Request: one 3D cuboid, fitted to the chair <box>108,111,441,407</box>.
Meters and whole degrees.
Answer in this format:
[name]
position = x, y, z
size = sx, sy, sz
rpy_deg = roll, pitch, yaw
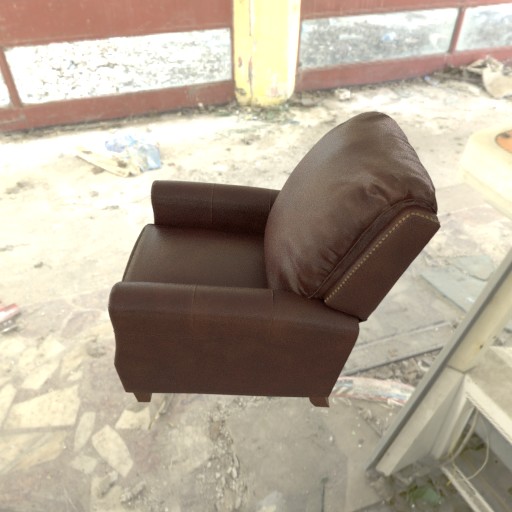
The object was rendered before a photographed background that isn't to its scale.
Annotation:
[chair]
position = 0.000, 0.000, 1.780
size = 1.089, 1.022, 0.826
rpy_deg = 1, 39, 1
